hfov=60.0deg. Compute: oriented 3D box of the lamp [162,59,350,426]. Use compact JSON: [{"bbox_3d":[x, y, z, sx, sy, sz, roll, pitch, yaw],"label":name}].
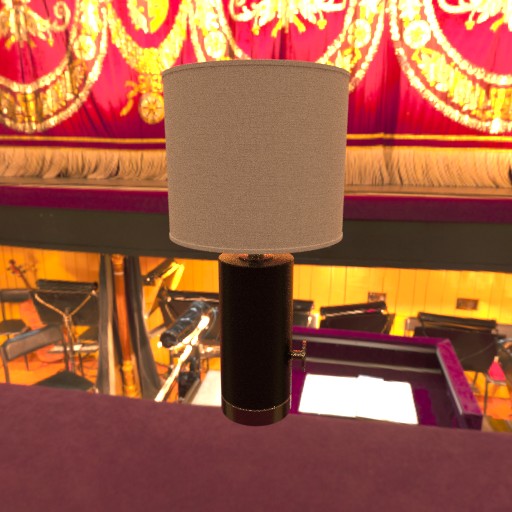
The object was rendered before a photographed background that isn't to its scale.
[{"bbox_3d":[0.000,0.000,0.635,0.240,0.482,0.241,2,14,9],"label":"lamp"}]
